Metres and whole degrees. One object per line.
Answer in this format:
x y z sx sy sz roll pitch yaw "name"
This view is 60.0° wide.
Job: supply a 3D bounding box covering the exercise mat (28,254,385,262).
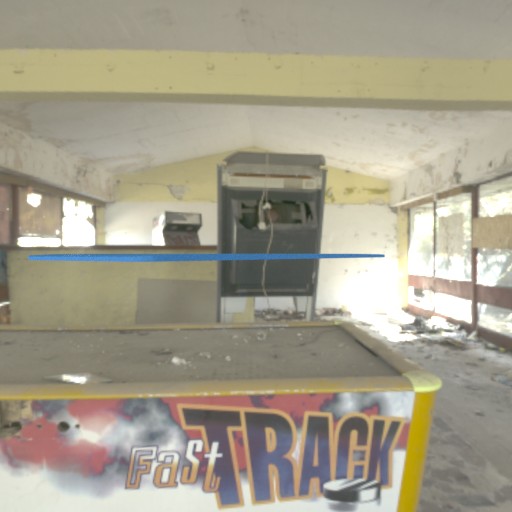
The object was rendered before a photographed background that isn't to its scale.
0.000 0.000 2.083 0.616 0.021 1.869 0 0 36 "exercise mat"
